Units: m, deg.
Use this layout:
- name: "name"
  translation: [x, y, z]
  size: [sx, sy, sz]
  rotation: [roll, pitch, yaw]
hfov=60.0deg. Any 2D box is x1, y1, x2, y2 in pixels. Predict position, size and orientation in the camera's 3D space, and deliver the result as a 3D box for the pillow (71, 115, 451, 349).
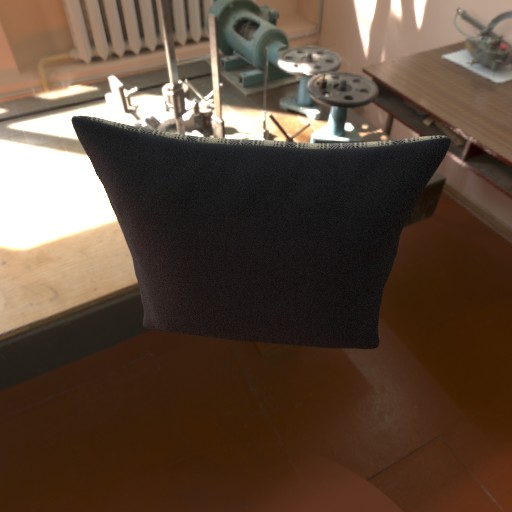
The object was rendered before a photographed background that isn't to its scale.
- name: "pillow"
  translation: [0.000, 0.000, 0.782]
  size: [0.520, 0.508, 0.166]
  rotation: [5, 46, 5]
